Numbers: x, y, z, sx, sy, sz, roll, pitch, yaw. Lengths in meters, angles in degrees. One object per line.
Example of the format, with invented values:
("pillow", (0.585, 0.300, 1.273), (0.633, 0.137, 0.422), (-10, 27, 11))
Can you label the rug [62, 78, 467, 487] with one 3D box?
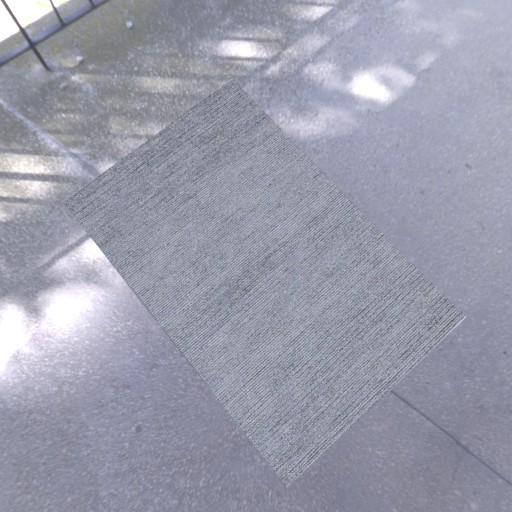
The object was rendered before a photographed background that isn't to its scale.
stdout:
("rug", (0.000, 0.000, 2.224), (1.159, 0.021, 1.789), (-39, 78, -10))
